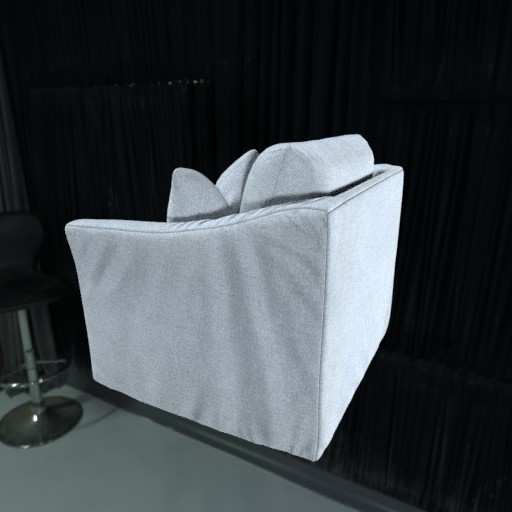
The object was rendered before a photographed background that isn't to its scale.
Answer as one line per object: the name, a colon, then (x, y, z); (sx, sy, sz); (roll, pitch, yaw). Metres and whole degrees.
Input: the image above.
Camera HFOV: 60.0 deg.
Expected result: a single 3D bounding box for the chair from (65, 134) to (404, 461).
chair: (0.000, 0.000, 2.024); (1.071, 1.059, 1.194); (9, 19, 26)
